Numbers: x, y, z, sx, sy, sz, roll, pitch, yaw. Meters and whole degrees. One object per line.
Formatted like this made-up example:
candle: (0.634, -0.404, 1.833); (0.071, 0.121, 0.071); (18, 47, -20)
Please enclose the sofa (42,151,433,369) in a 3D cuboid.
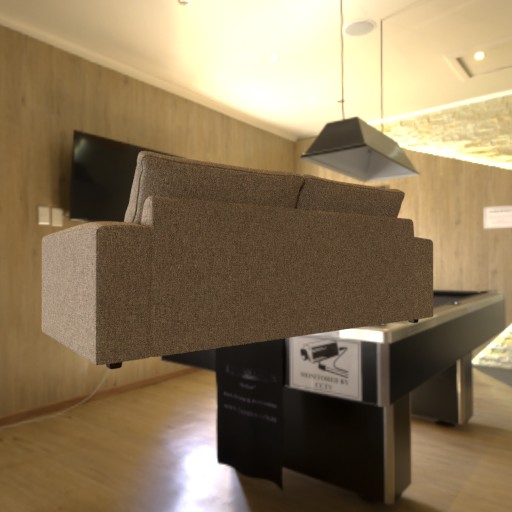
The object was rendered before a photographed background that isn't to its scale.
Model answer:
sofa: (0.000, 0.000, 2.785); (2.299, 0.922, 1.040); (0, 0, -37)
